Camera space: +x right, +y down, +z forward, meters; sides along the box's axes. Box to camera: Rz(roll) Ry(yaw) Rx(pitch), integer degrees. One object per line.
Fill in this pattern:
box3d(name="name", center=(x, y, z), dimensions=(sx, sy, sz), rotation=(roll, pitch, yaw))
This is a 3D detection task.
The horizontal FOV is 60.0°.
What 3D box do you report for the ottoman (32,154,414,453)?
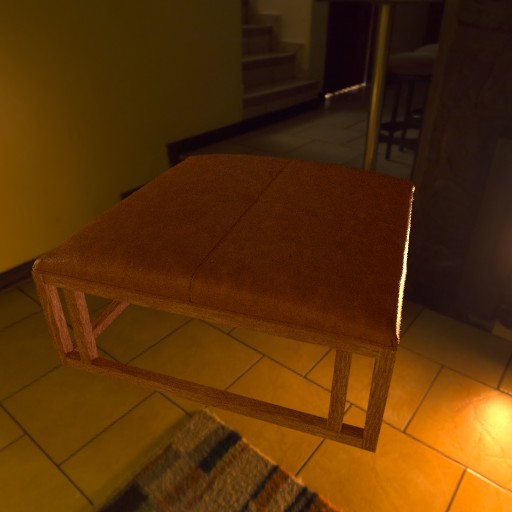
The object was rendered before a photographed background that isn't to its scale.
box3d(name="ottoman", center=(0.000, 0.000, 1.601), dimensions=(1.013, 0.442, 1.016), rotation=(10, 32, 16))
